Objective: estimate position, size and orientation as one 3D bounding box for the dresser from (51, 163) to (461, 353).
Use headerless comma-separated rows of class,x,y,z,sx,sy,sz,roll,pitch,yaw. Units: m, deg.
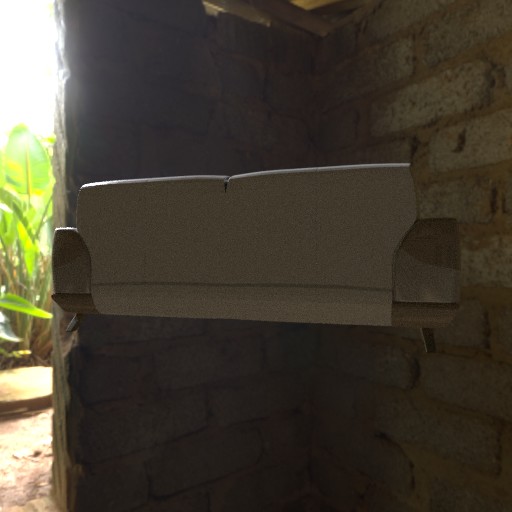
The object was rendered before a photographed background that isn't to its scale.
dresser,0.000,0.000,5.827,4.679,1.863,2.251,0,-1,18
